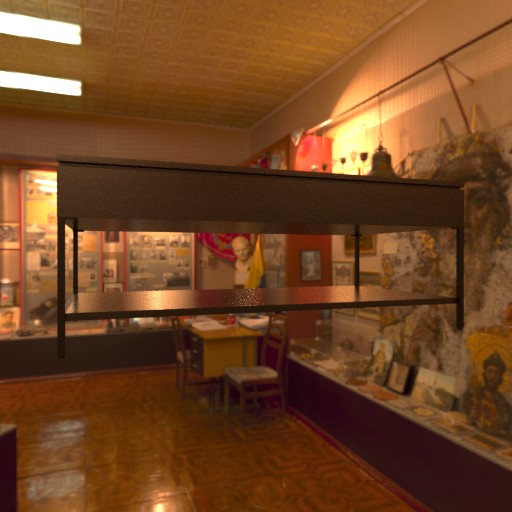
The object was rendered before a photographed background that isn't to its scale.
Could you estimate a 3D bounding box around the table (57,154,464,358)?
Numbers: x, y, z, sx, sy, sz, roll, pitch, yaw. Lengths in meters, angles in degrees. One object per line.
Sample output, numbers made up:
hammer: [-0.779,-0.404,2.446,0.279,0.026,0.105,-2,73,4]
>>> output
table: [0.000,0.000,1.390,1.095,0.435,0.574,0,0,-19]
